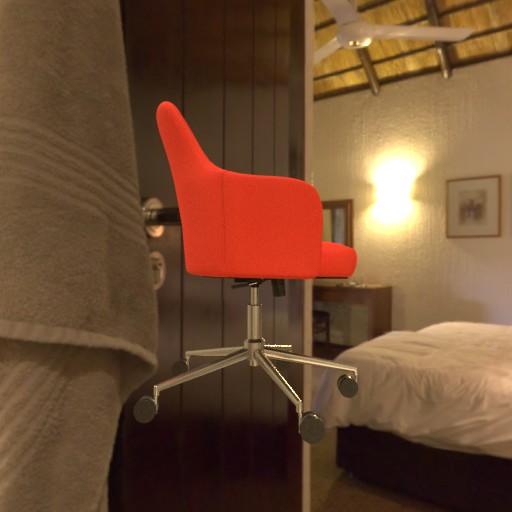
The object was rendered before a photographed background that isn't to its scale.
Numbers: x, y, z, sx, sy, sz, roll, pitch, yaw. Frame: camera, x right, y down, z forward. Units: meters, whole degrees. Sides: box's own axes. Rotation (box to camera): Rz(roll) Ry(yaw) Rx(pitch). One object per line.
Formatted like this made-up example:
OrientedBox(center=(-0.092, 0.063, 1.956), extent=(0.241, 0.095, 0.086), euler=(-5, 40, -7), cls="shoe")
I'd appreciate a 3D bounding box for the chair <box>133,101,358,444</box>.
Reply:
OrientedBox(center=(0.000, 0.000, 1.293), extent=(0.600, 0.820, 0.655), euler=(0, 0, 0), cls="chair")
